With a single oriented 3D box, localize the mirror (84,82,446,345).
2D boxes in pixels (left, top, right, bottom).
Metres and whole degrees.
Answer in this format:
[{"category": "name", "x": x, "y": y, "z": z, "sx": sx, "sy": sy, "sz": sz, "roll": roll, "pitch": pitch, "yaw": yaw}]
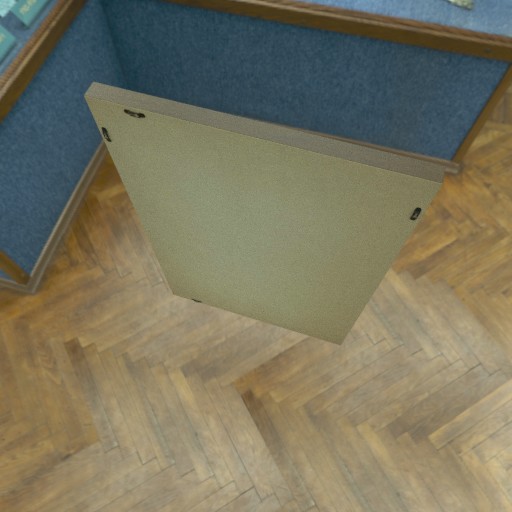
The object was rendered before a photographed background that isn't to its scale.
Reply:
[{"category": "mirror", "x": 0.000, "y": 0.000, "z": 1.132, "sx": 0.609, "sy": 0.915, "sz": 0.040, "roll": 16, "pitch": 64, "yaw": 8}]
